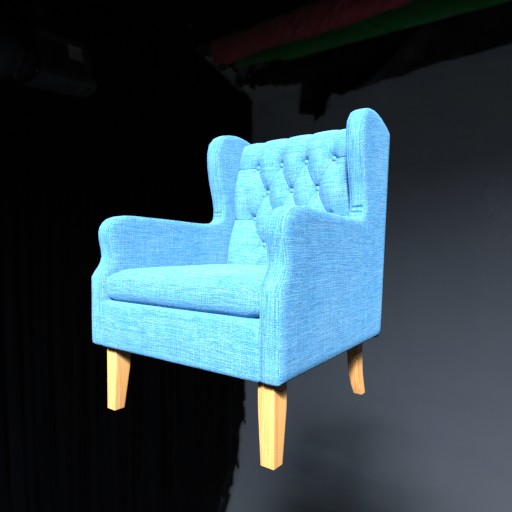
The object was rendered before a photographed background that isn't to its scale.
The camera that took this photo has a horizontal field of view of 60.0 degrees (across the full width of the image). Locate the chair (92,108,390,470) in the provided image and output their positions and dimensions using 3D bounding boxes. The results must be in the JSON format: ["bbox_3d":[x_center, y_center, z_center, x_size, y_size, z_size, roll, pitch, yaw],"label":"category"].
[{"bbox_3d":[0.000,0.000,1.471,0.711,0.952,0.775,1,2,37],"label":"chair"}]
